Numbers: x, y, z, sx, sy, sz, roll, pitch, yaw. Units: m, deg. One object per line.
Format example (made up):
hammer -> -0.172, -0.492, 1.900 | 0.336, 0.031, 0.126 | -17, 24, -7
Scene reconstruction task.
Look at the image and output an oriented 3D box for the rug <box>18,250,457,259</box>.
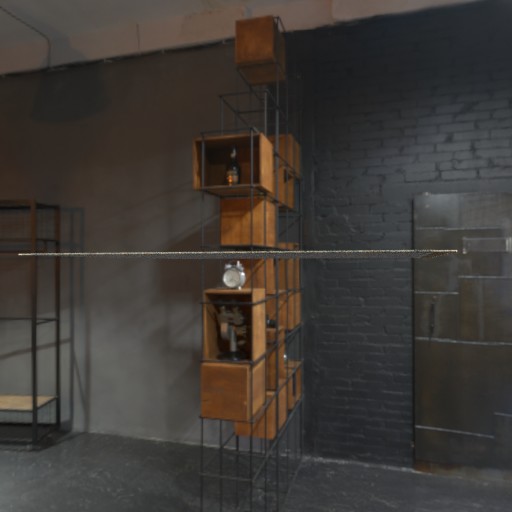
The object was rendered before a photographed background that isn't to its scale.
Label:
rug -> 0.000, 0.000, 2.225 | 1.730, 0.009, 1.278 | 0, -1, 18
